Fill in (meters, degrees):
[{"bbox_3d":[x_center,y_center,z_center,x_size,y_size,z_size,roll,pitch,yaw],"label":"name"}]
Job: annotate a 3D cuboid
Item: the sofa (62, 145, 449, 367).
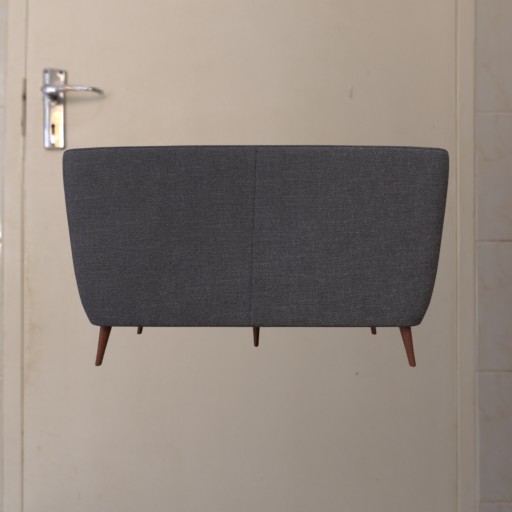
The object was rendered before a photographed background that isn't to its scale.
[{"bbox_3d":[0.000,0.000,2.187,1.646,0.887,0.976,0,0,1],"label":"sofa"}]
